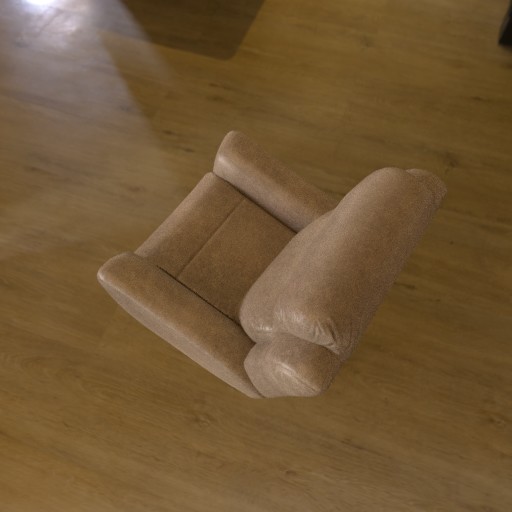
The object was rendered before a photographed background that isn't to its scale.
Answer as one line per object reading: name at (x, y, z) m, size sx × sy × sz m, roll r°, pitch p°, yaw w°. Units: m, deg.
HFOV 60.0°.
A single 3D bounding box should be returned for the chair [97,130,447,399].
chair at (0.000, 0.000, 1.910) m, size 1.068 × 1.116 × 0.965 m, roll 32°, pitch 68°, yaw 15°
